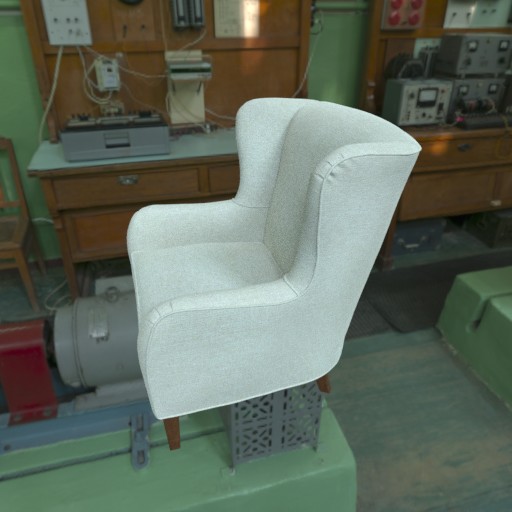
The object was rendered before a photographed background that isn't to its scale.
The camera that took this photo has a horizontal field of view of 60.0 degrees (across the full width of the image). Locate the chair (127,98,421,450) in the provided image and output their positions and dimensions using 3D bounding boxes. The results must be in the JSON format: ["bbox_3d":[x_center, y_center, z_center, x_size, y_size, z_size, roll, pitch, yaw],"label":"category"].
[{"bbox_3d":[0.000,0.000,1.734,0.966,1.040,0.838,-8,31,-14],"label":"chair"}]
